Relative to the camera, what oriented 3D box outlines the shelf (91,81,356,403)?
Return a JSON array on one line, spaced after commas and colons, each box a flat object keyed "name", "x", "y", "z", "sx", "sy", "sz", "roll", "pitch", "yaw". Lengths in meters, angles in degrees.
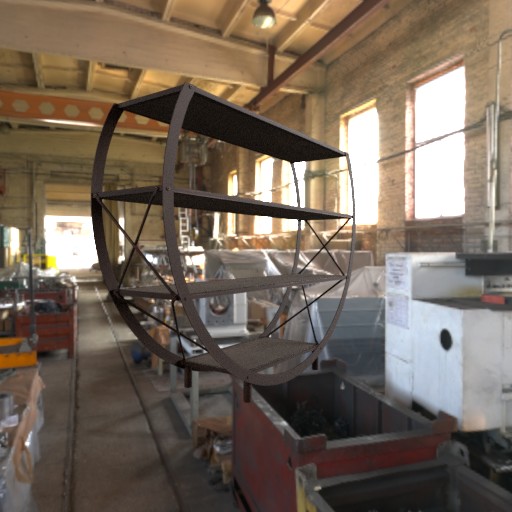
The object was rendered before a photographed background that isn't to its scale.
[{"name": "shelf", "x": 0.000, "y": 0.000, "z": 1.929, "sx": 0.344, "sy": 1.063, "sz": 1.403, "roll": 1, "pitch": 1, "yaw": 35}]
